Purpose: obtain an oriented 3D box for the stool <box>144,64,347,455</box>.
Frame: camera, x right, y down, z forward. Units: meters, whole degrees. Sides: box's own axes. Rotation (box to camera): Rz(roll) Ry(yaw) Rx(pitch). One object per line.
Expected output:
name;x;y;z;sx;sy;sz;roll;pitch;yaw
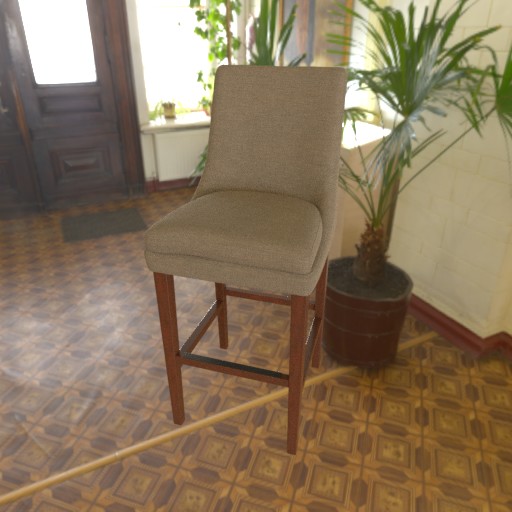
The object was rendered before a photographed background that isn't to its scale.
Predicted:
stool;0.000;0.000;1.402;0.470;1.078;0.577;8;28;15
